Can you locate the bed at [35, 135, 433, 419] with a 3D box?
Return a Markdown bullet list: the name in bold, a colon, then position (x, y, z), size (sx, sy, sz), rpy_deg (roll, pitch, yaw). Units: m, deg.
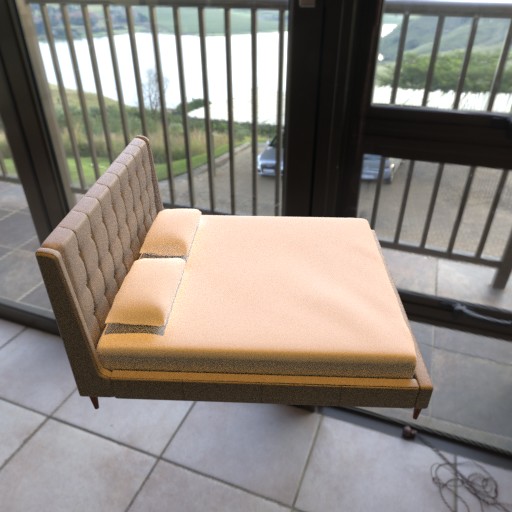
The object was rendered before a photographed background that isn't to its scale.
- **bed**: position (0.000, 0.000, 3.535), size (2.342, 1.289, 2.062), rpy_deg (1, 33, 2)
